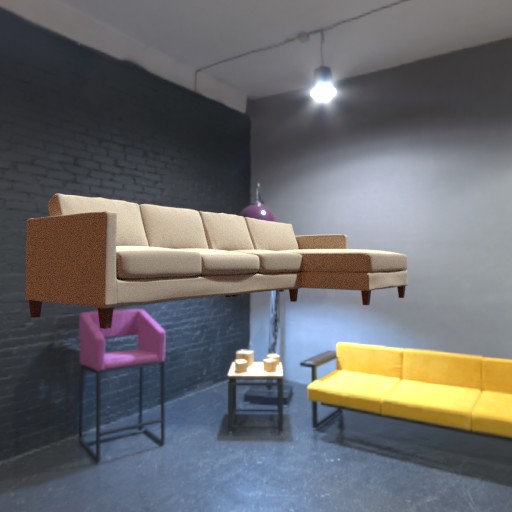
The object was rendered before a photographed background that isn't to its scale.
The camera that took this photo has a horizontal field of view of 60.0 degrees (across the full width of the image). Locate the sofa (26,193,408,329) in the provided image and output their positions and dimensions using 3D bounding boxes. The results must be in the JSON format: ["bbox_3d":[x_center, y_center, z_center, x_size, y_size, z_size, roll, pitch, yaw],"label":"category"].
[{"bbox_3d":[0.000,0.000,3.854,1.625,0.861,3.186,0,-1,37],"label":"sofa"}]
